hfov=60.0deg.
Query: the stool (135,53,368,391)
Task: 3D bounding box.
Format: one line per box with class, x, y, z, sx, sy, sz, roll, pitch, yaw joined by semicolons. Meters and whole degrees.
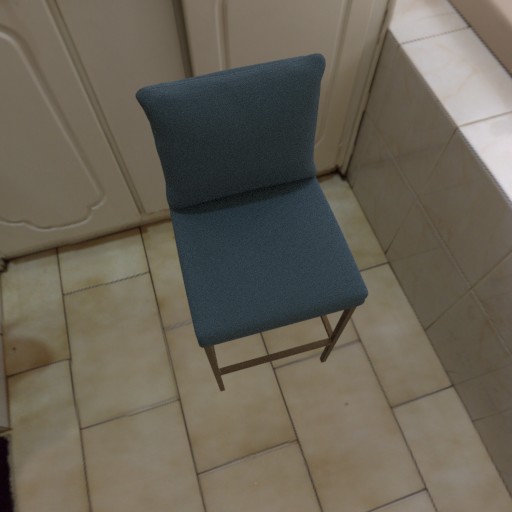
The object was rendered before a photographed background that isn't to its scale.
stool;0.000;0.000;1.411;0.463;1.124;0.568;-14;64;-7
